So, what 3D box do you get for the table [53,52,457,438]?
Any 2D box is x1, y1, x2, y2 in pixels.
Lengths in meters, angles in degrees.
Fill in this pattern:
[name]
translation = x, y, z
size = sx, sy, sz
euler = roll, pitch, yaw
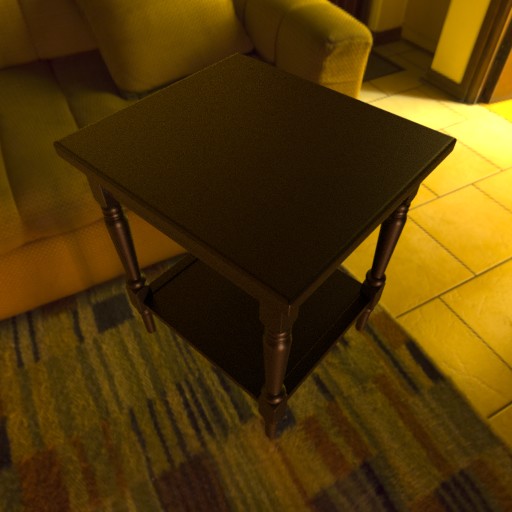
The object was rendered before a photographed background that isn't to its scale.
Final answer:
[table]
translation = 0.000, 0.000, 0.927
size = 0.488, 0.565, 0.442
euler = 33, 56, 26
